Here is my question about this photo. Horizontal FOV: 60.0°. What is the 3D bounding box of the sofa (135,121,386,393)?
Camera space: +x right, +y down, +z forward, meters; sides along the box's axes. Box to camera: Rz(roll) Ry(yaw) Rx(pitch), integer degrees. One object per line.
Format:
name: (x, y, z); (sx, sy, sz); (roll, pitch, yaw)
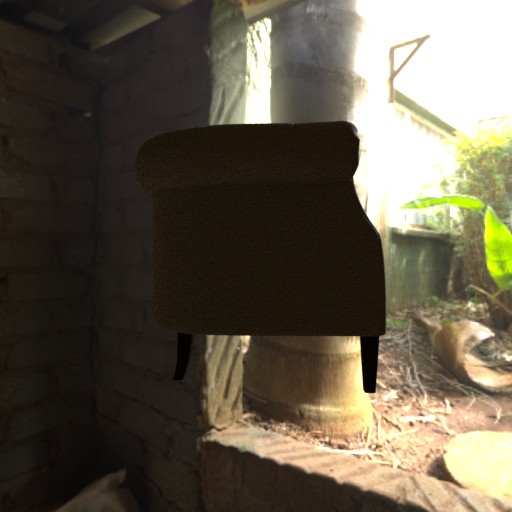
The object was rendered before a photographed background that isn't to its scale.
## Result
sofa: (0.000, 0.000, 2.037); (0.835, 0.827, 1.558); (0, 0, 1)
